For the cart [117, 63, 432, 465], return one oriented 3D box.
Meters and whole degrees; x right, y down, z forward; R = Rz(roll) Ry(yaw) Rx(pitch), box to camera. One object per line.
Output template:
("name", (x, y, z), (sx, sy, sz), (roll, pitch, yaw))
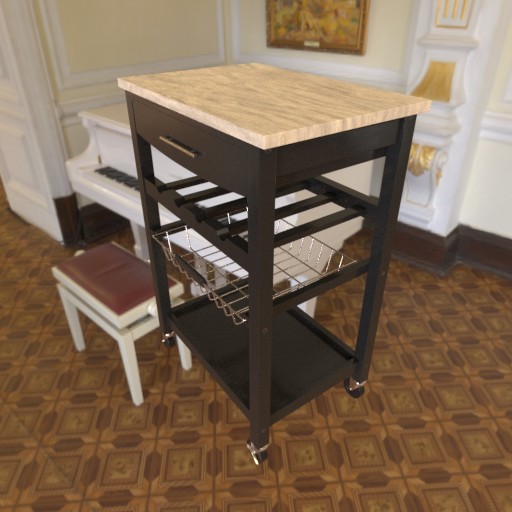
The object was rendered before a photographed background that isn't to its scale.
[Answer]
("cart", (0.000, 0.000, 1.160), (0.403, 0.839, 0.584), (-21, 37, -30))
